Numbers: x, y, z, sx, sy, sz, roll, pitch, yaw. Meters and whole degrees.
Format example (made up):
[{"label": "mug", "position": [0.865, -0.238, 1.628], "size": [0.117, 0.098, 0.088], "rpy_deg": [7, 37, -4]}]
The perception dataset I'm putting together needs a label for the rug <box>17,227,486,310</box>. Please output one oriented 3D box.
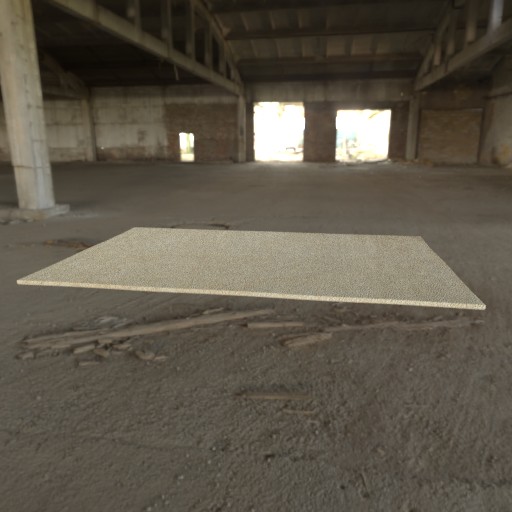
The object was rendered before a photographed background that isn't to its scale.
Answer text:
[{"label": "rug", "position": [0.000, 0.000, 2.903], "size": [2.346, 0.025, 1.500], "rpy_deg": [2, 15, 9]}]
